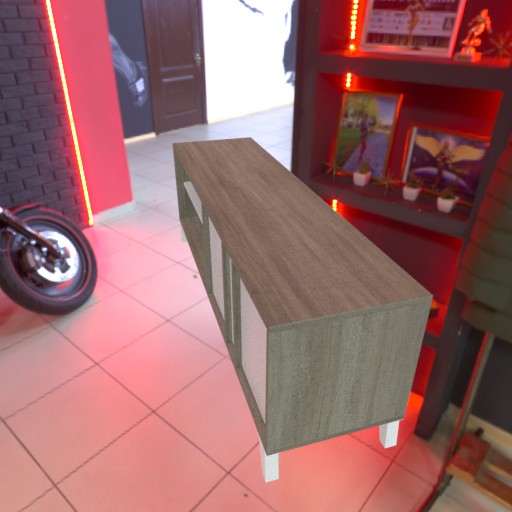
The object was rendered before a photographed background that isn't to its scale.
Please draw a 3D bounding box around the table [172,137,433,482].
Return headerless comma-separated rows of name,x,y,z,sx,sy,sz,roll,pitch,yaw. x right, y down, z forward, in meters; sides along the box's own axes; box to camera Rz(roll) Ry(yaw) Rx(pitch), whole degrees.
table,0.000,0.000,1.729,0.400,0.530,1.500,-8,30,-15
